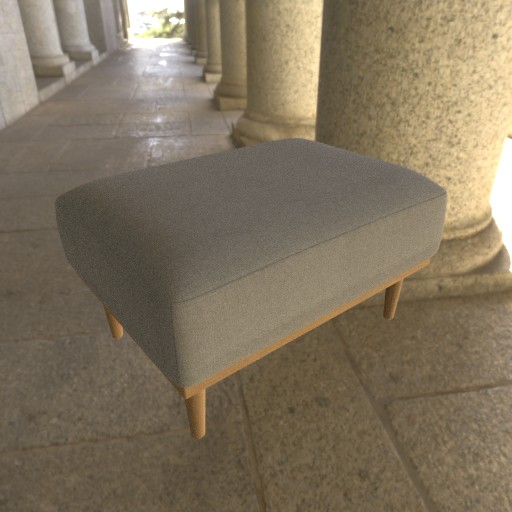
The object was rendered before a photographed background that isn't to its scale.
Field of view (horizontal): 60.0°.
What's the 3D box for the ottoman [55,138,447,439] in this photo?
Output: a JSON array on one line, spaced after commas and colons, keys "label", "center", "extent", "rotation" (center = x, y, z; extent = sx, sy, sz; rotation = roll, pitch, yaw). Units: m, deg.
[{"label": "ottoman", "center": [0.000, 0.000, 1.069], "extent": [0.749, 0.428, 0.549], "rotation": [-21, 36, -33]}]
